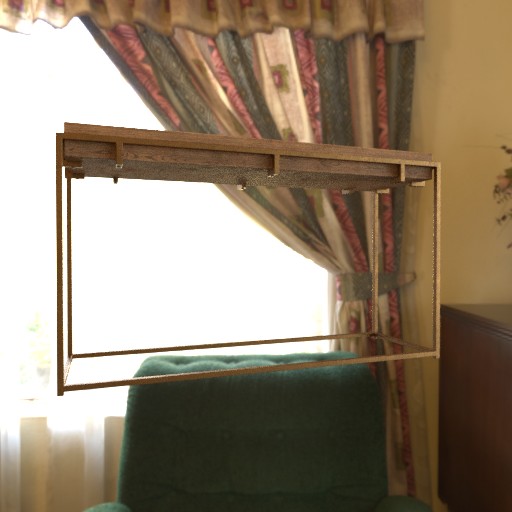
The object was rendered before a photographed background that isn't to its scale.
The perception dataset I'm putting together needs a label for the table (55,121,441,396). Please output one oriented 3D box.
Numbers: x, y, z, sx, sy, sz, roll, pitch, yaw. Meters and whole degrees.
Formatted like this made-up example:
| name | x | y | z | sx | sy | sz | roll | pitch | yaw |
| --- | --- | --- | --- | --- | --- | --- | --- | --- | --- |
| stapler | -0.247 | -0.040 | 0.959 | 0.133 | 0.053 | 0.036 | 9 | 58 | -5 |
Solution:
| name | x | y | z | sx | sy | sz | roll | pitch | yaw |
| --- | --- | --- | --- | --- | --- | --- | --- | --- | --- |
| table | 0.000 | 0.000 | 1.743 | 1.400 | 0.820 | 0.440 | 0 | 1 | -19 |
